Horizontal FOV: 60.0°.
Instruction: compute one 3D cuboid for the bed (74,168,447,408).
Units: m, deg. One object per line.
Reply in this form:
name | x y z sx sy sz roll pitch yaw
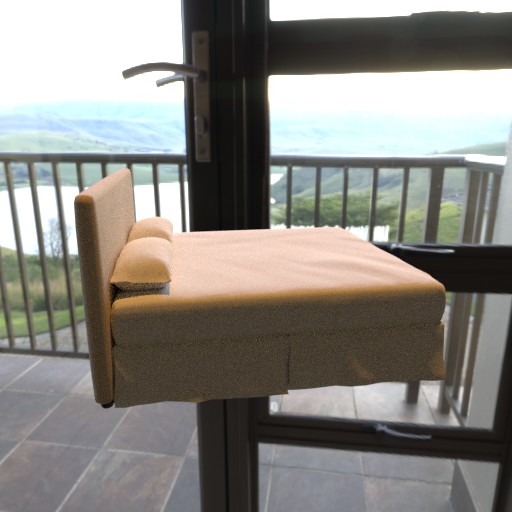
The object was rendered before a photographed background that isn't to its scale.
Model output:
bed | 0.000 0.000 3.620 2.319 1.317 2.119 -3 15 -10
